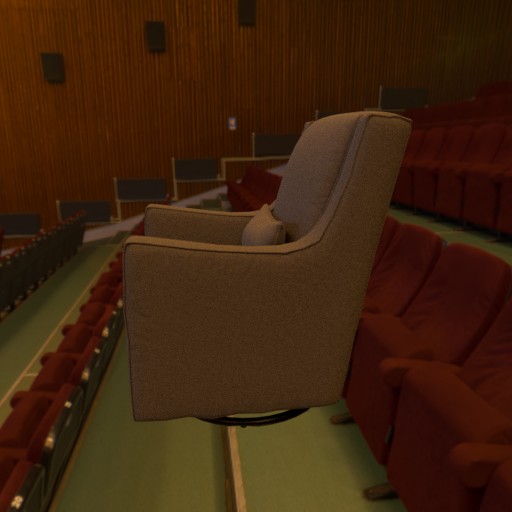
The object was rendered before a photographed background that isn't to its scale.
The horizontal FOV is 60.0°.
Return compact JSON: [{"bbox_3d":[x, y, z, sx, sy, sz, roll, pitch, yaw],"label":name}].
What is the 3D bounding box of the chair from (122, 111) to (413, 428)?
[{"bbox_3d":[0.000,0.000,1.607,0.879,0.993,0.732,-2,15,-8],"label":"chair"}]
